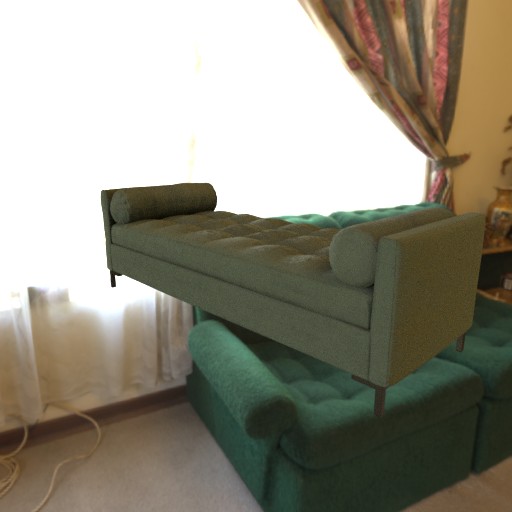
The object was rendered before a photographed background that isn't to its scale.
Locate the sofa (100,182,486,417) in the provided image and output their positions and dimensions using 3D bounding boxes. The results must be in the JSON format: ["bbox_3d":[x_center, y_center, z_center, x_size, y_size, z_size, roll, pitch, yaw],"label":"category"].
[{"bbox_3d":[0.000,0.000,2.472,0.817,0.681,2.130,-14,20,-43],"label":"sofa"}]
